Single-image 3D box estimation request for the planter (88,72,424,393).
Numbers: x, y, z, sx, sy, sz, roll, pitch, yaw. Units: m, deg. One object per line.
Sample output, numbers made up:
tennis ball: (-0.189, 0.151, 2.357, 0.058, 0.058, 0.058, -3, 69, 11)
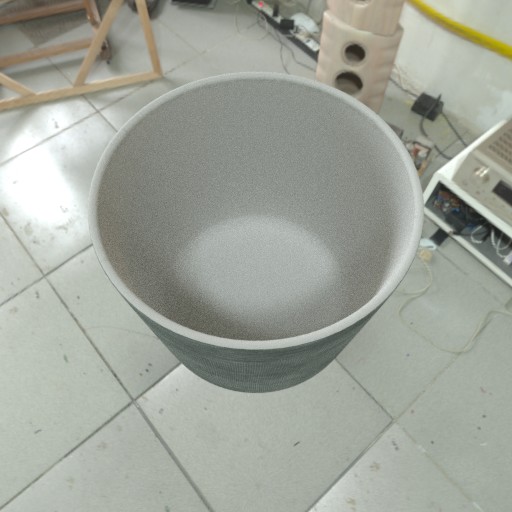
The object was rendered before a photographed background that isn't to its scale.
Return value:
planter: (0.000, 0.000, 0.763, 0.440, 0.398, 0.440, 0, 62, 0)
